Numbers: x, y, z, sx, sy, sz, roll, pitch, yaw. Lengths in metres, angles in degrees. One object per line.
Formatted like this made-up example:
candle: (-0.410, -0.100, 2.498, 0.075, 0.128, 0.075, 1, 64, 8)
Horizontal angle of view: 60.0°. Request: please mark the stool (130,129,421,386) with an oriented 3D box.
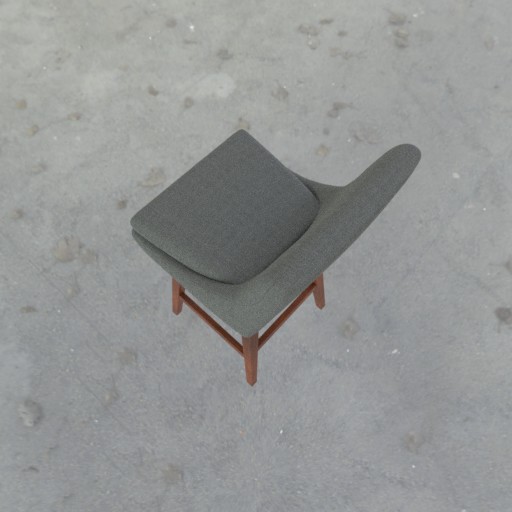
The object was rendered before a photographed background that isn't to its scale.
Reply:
stool: (0.000, 0.000, 1.267, 0.524, 0.977, 0.447, 39, 70, 18)
